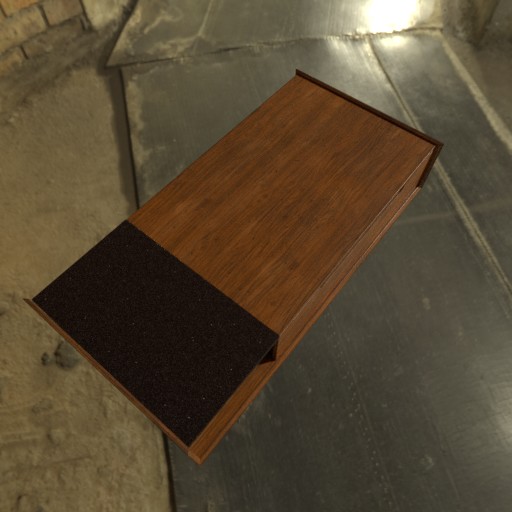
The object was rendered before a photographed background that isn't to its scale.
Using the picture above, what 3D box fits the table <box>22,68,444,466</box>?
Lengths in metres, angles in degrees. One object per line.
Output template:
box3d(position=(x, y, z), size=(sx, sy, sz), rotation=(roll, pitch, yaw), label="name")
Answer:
box3d(position=(0.000, 0.000, 1.540), size=(0.610, 0.508, 1.221), rotation=(35, 65, 19), label="table")
